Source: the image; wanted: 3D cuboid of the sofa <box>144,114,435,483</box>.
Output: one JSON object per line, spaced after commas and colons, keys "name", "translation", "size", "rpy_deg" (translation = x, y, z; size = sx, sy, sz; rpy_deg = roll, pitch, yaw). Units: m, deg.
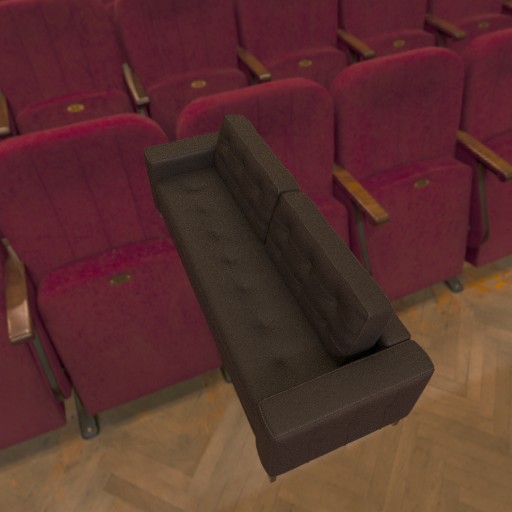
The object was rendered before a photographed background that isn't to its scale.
{"name": "sofa", "translation": [0.000, 0.000, 2.712], "size": [0.833, 0.893, 2.275], "rpy_deg": [-17, 49, -15]}
